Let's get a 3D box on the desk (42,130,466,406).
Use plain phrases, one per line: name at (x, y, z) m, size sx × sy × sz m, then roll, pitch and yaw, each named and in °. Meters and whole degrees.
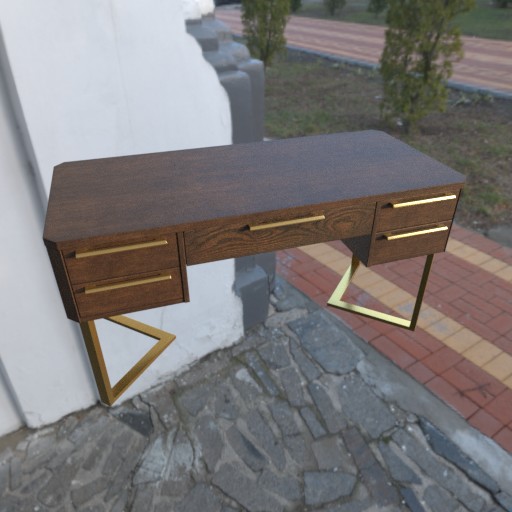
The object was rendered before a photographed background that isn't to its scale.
desk at (0.000, 0.000, 1.902) m, size 1.479 × 0.762 × 0.684 m, roll -10°, pitch 34°, yaw -15°
